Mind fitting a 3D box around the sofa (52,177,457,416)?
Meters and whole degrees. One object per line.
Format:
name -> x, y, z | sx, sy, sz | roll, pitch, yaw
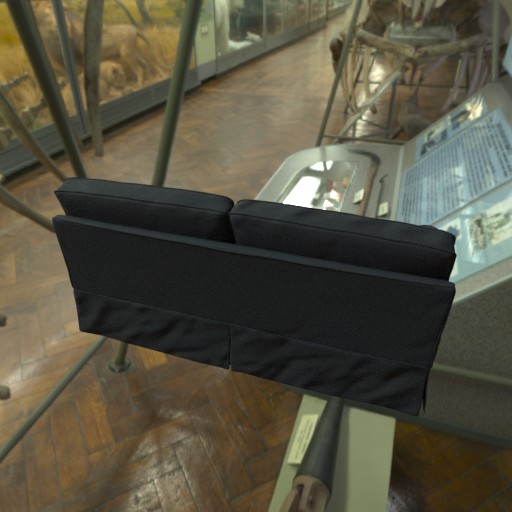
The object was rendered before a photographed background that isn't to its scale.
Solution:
sofa -> 0.000, 0.000, 2.821 | 2.256, 1.094, 0.983 | 10, 33, 16
